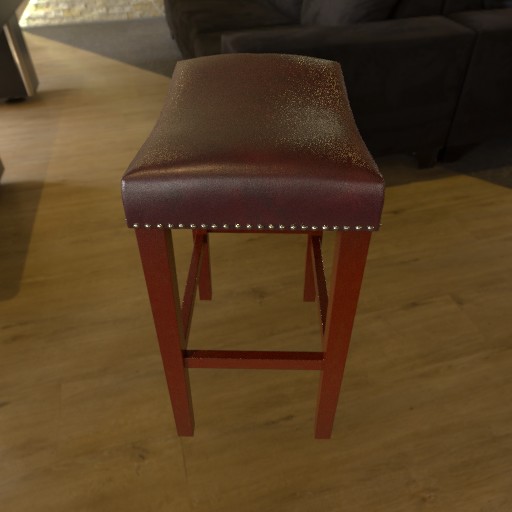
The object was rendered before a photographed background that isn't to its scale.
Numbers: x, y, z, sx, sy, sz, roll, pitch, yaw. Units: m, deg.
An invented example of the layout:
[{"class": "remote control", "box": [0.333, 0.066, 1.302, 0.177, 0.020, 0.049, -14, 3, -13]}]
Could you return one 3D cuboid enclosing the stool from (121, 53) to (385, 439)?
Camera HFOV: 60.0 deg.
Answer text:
[{"class": "stool", "box": [0.000, 0.000, 1.000, 0.372, 0.742, 0.504, 1, 41, 1]}]
